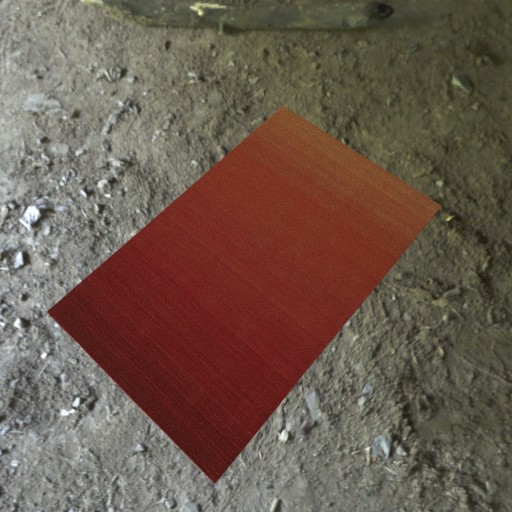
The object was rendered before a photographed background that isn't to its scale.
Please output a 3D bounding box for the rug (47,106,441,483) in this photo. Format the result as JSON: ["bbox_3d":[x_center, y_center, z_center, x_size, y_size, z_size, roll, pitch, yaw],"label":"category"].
[{"bbox_3d":[0.000,0.000,3.102,1.531,0.010,2.442,38,69,17],"label":"rug"}]
